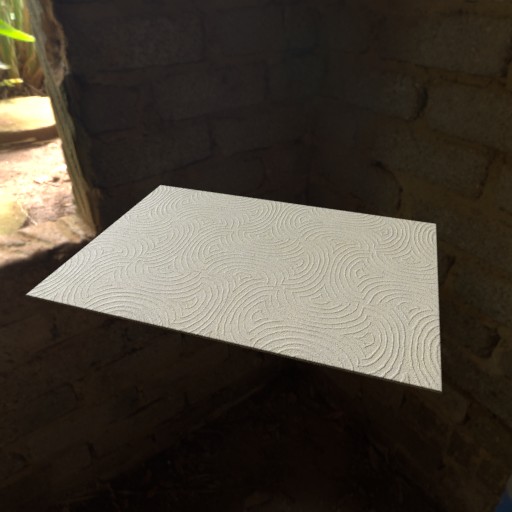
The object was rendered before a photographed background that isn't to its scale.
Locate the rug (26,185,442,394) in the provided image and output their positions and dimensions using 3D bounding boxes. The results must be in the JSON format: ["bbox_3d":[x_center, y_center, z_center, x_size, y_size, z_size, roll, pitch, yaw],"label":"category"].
[{"bbox_3d":[0.000,0.000,2.736,2.132,0.015,1.526,10,34,15],"label":"rug"}]
